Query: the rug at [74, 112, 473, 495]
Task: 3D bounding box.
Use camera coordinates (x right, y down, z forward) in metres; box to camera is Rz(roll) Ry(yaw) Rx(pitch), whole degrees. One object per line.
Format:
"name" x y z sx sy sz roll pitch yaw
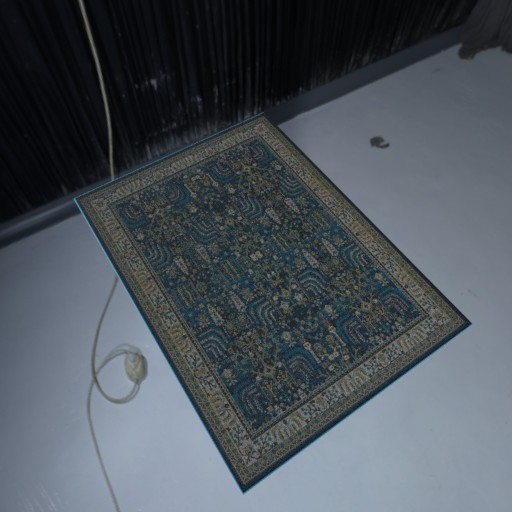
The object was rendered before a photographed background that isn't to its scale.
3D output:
"rug" 0.000 0.000 3.956 2.226 0.015 3.044 -29 63 -17
